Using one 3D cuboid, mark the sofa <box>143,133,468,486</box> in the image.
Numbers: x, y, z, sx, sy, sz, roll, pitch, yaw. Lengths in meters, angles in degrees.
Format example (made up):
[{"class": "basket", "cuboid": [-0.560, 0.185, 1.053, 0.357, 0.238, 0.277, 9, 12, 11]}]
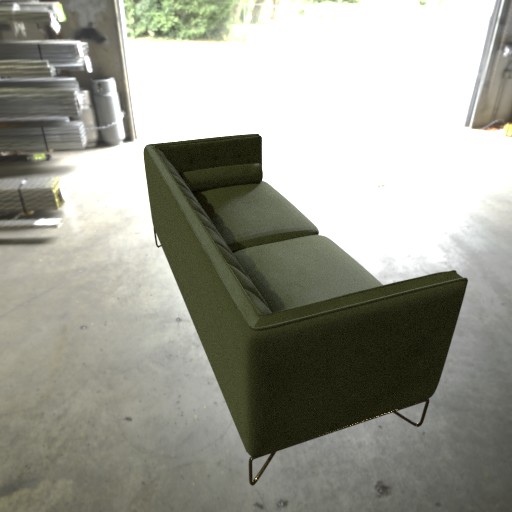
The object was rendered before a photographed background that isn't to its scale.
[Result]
[{"class": "sofa", "cuboid": [0.000, 0.000, 2.461, 0.867, 0.789, 2.087, -11, 32, -18]}]
